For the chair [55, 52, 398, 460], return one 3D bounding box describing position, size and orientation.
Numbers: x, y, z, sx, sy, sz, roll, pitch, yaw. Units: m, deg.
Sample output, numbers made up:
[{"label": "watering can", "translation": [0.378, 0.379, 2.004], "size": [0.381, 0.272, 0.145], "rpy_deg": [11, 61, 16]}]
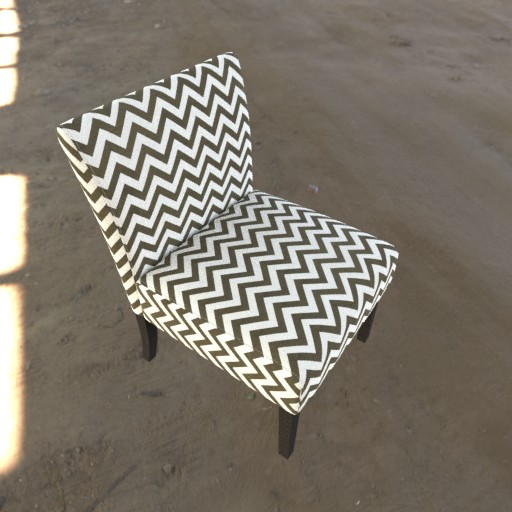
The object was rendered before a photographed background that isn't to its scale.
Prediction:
[{"label": "chair", "translation": [0.000, 0.000, 1.242], "size": [0.648, 0.838, 0.589], "rpy_deg": [26, 48, 26]}]
